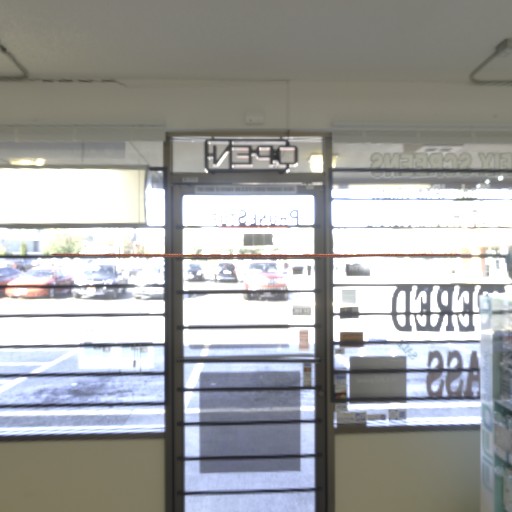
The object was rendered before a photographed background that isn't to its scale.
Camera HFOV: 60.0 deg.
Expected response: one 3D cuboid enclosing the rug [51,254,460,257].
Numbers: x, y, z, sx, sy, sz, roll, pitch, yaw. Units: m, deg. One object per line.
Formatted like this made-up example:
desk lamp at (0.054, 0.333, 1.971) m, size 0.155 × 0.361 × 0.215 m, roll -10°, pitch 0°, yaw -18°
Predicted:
rug at (0.000, 0.000, 2.755) m, size 1.594 × 0.009 × 2.112 m, roll 0°, pitch 0°, yaw 0°
